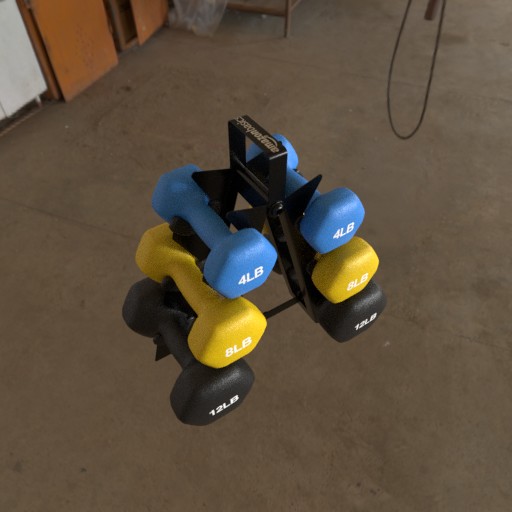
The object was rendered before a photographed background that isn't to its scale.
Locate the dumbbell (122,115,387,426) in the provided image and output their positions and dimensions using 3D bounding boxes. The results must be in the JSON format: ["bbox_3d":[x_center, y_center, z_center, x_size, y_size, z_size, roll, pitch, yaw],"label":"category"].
[{"bbox_3d":[0.000,0.000,0.678,0.409,0.426,0.255,-25,52,-21],"label":"dumbbell"}]
